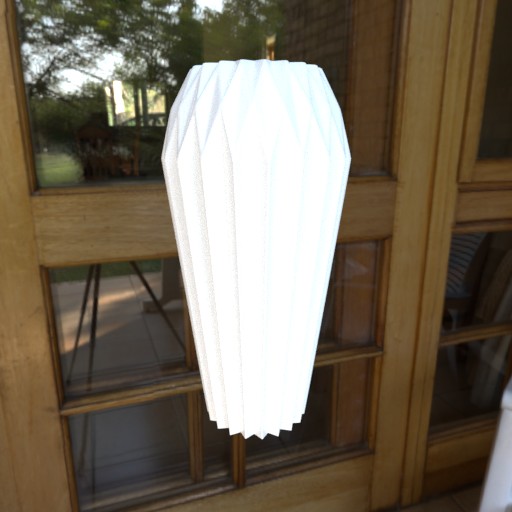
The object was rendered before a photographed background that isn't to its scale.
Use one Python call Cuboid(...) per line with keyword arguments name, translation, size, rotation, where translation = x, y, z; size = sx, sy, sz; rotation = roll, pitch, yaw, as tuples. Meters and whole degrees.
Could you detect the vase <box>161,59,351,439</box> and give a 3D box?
Cuboid(name="vase", translation=(0.000, 0.000, 0.336), size=(0.133, 0.263, 0.133), rotation=(0, 15, 0))
